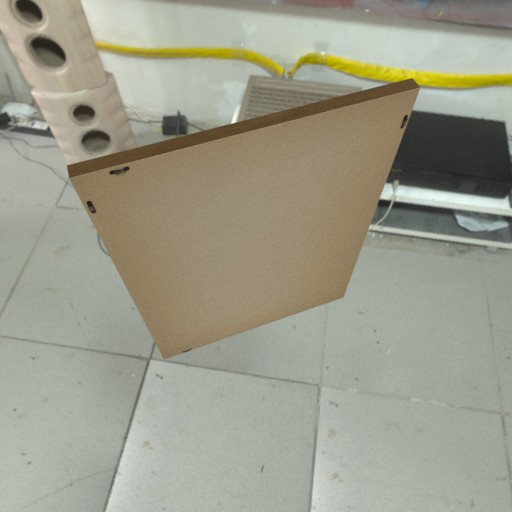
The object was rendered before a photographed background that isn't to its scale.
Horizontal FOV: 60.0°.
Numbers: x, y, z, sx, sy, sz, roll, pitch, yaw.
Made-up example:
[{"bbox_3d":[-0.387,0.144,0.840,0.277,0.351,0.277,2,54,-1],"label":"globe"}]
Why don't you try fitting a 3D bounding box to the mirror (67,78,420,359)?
[{"bbox_3d":[0.000,0.000,1.342,0.762,1.016,0.040,-17,59,-11],"label":"mirror"}]
